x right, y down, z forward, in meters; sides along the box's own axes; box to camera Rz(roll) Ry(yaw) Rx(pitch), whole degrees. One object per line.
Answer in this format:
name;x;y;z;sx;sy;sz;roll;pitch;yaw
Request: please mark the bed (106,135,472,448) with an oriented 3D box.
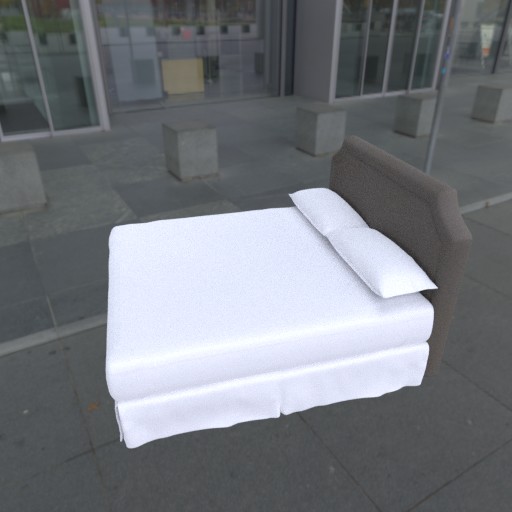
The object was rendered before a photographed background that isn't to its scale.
bed;0.000;0.000;3.855;2.536;1.561;2.194;-8;30;-13
